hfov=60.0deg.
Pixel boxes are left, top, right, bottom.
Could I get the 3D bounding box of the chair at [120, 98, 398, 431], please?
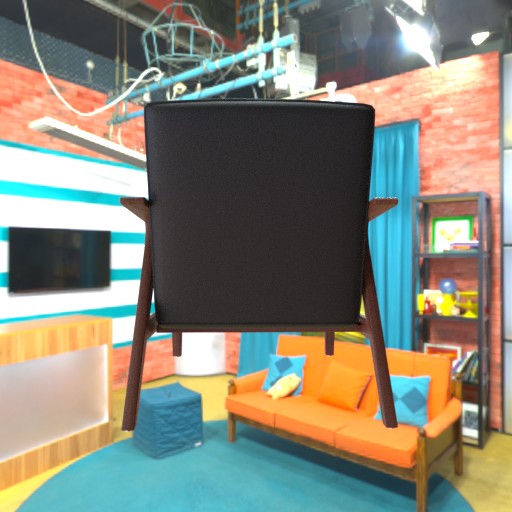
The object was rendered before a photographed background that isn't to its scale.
[{"bbox_3d":[0.000,0.000,1.538,0.719,0.861,0.889,0,0,-2],"label":"chair"}]
